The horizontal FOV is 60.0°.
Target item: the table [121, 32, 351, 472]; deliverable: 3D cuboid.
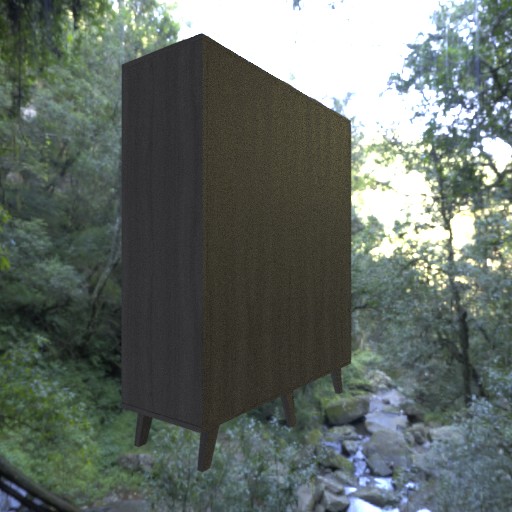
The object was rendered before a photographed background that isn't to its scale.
[{"bbox_3d":[0.000,0.000,1.937,0.398,1.388,1.111,0,0,36],"label":"table"}]
